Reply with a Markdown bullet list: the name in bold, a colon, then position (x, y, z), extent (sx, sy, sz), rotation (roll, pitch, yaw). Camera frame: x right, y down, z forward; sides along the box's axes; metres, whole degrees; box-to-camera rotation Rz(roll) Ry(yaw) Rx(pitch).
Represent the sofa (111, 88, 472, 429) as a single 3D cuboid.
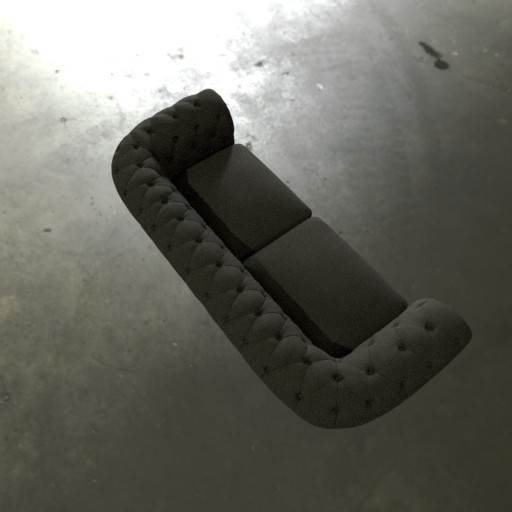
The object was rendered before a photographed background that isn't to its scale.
- **sofa**: position (0.000, 0.000, 2.773), extent (0.991, 0.762, 2.362), rotation (-34, 65, -18)
